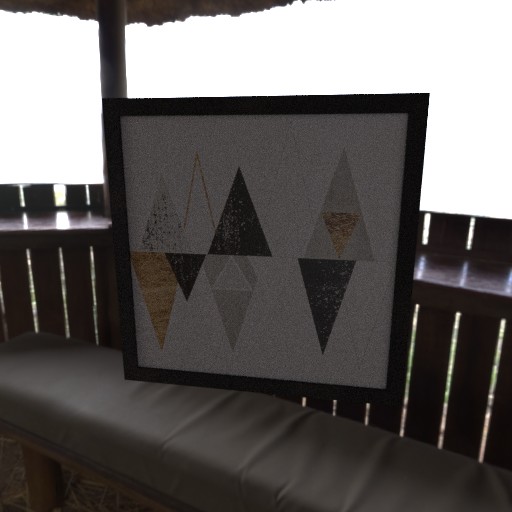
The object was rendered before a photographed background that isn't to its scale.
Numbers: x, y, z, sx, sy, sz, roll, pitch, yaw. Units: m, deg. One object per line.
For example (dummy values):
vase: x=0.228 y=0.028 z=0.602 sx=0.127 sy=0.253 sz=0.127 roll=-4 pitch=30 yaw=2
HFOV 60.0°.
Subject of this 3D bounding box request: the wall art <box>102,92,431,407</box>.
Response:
wall art: x=0.000 y=0.000 z=1.205 sx=0.823 sy=0.823 sz=0.013 roll=3 pitch=15 yaw=10
